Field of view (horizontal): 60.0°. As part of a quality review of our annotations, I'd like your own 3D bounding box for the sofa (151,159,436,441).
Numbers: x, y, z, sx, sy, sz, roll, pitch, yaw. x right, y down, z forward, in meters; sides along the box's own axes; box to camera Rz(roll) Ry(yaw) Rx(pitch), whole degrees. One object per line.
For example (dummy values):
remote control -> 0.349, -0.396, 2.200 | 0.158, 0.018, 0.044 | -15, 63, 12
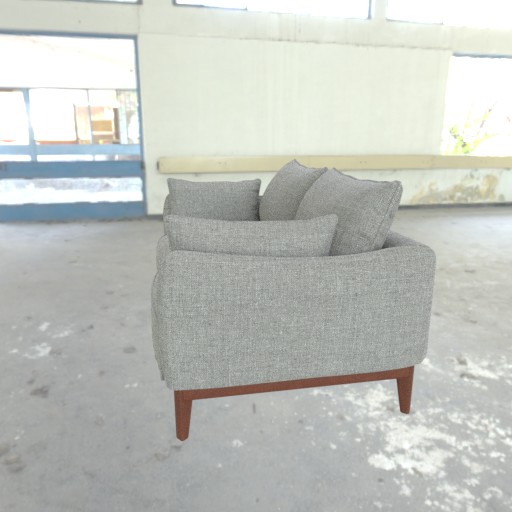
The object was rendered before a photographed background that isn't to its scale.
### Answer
sofa -> 0.000, 0.000, 2.146 | 0.972, 0.851, 1.580 | -3, 15, -10
